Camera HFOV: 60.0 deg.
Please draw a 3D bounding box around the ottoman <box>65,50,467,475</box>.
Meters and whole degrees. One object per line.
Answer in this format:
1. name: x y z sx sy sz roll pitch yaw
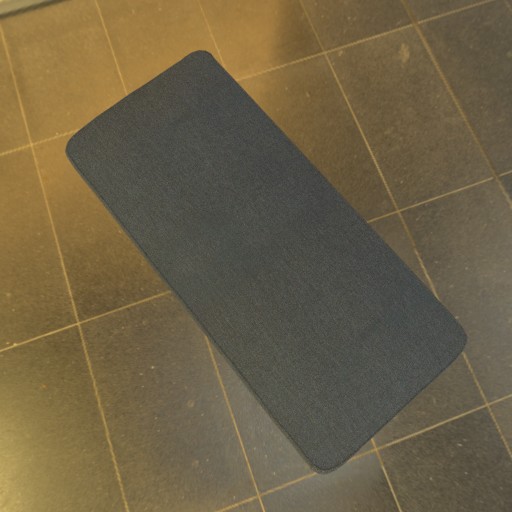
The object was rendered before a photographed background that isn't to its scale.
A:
1. ottoman: 0.000 0.000 1.342 0.515 0.460 1.110 -39 79 -9
